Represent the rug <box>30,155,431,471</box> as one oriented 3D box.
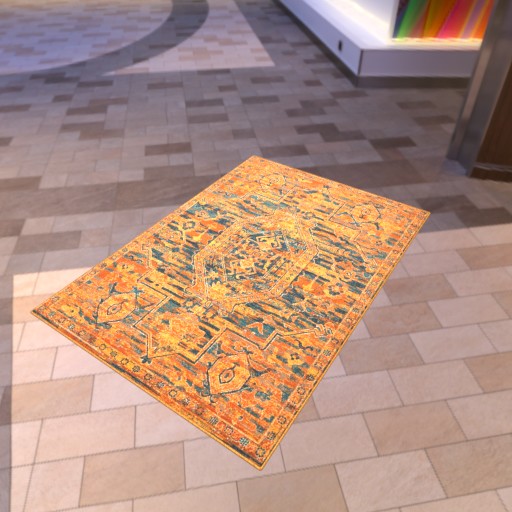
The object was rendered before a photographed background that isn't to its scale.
[{"bbox_3d":[0.000,0.000,3.734,2.043,0.019,2.916,24,46,25],"label":"rug"}]
